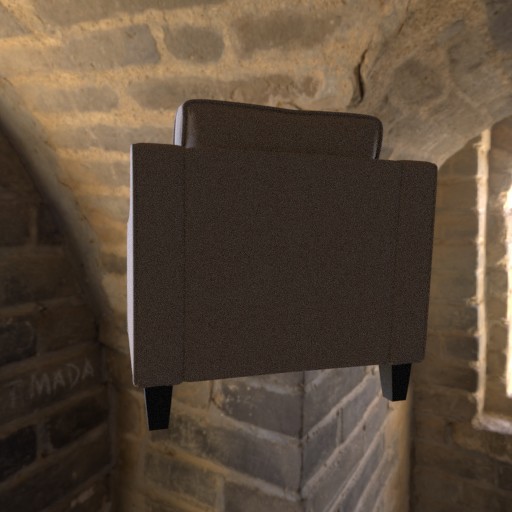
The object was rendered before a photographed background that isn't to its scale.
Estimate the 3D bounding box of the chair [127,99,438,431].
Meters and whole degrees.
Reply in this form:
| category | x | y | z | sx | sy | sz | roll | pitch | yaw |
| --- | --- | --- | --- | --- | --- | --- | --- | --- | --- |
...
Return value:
| category | x | y | z | sx | sy | sz | roll | pitch | yaw |
| --- | --- | --- | --- | --- | --- | --- | --- | --- | --- |
| chair | 0.000 | 0.000 | 1.667 | 0.922 | 0.948 | 0.882 | 0 | 1 | -17 |
